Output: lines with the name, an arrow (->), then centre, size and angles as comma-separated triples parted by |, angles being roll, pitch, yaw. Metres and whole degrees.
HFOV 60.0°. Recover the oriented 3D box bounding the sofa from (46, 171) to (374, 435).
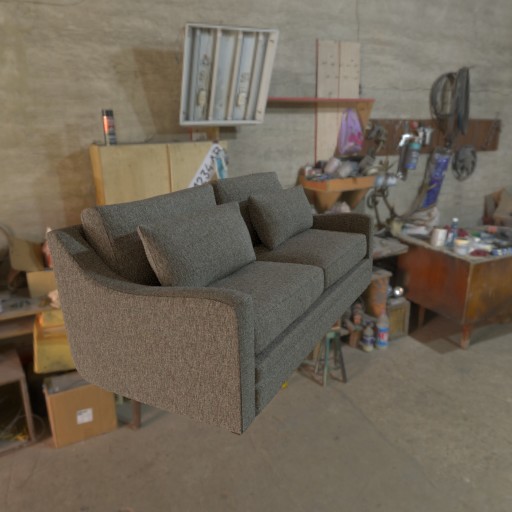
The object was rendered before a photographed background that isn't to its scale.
sofa -> 0.000, 0.000, 3.038 | 1.103, 0.998, 2.418 | 8, 17, 27
